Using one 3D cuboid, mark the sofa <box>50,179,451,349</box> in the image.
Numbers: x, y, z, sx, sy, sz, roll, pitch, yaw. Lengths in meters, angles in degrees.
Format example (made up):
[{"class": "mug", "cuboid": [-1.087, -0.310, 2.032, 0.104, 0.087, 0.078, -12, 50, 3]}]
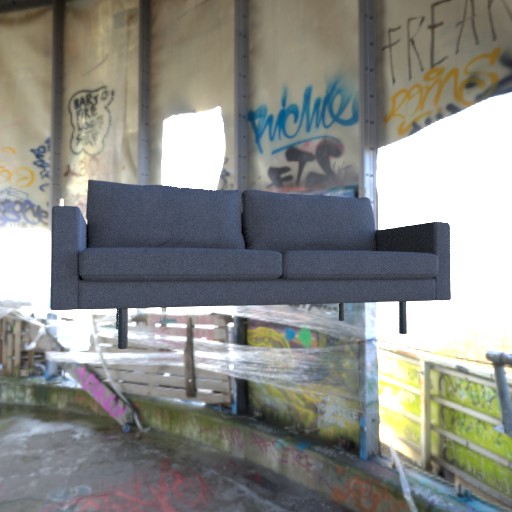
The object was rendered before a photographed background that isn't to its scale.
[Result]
[{"class": "sofa", "cuboid": [0.000, 0.000, 2.590, 2.100, 0.880, 0.880, 1, -2, -18]}]
